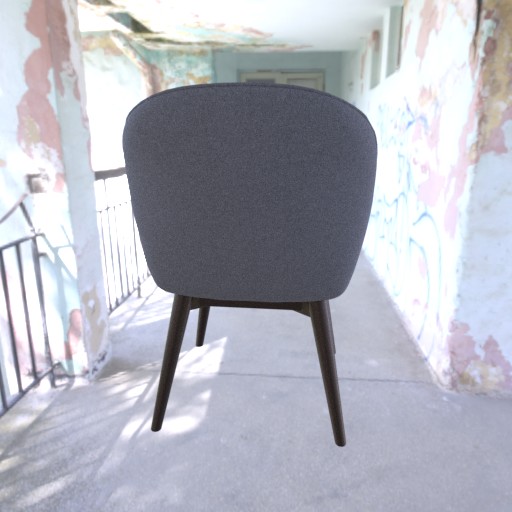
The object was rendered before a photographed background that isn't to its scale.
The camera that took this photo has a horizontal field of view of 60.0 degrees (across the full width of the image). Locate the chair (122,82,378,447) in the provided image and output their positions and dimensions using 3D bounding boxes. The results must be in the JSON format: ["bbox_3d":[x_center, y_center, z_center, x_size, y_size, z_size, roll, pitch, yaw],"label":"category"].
[{"bbox_3d":[0.000,0.000,1.184,0.589,0.810,0.611,2,16,7],"label":"chair"}]
